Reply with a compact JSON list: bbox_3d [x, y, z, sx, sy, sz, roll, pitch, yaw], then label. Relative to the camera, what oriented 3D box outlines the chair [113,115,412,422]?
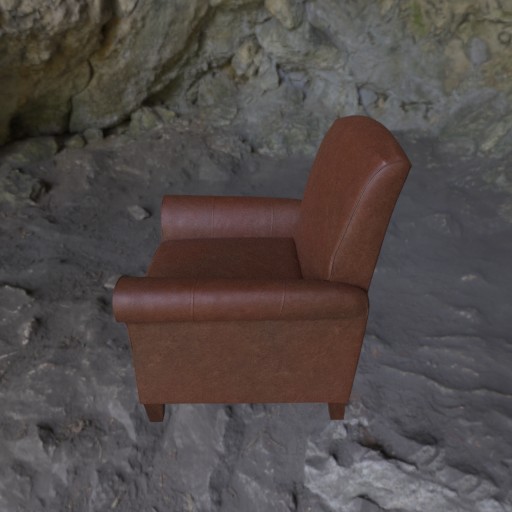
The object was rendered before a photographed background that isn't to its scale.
[{"bbox_3d":[0.000,0.000,1.786,0.902,1.061,0.978,0,26,-1],"label":"chair"}]
